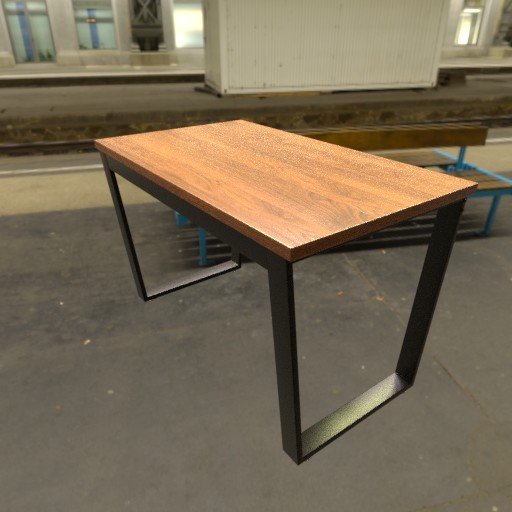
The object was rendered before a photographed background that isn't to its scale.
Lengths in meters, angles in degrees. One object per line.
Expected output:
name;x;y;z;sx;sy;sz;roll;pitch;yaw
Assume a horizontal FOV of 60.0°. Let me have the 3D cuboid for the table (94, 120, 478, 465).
table;0.000;0.000;1.700;0.714;0.760;1.205;-19;33;-32
